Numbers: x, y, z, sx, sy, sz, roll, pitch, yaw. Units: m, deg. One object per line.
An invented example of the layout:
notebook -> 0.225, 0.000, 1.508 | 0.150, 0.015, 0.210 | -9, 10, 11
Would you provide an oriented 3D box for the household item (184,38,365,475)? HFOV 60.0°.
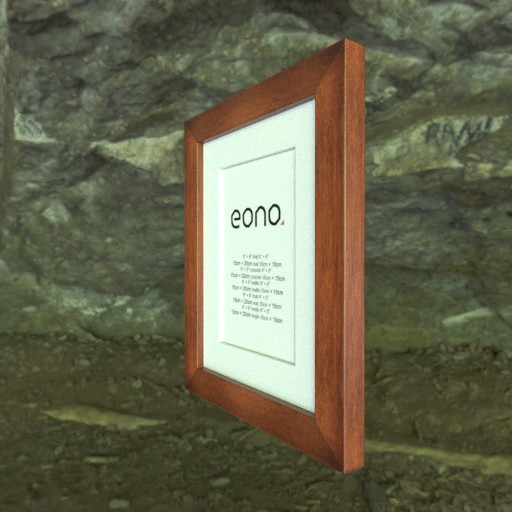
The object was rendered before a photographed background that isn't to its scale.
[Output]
household item -> 0.000, 0.000, 0.340 | 0.020, 0.250, 0.200 | 0, 0, -36
